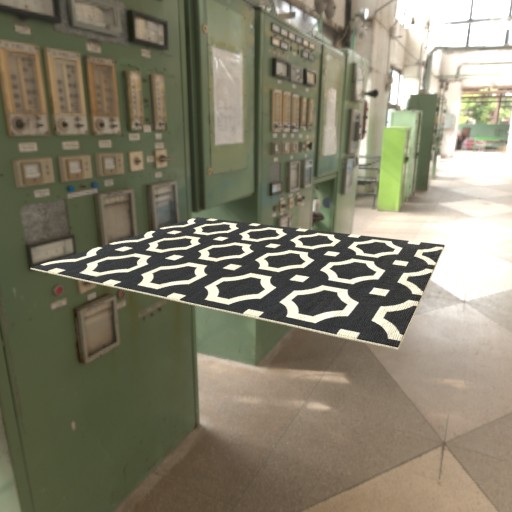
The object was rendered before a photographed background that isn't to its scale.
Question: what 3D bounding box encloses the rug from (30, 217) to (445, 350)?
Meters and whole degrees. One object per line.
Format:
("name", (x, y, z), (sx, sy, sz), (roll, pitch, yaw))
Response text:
("rug", (0.000, 0.000, 4.133), (3.049, 0.021, 2.466), (8, 18, 27))
